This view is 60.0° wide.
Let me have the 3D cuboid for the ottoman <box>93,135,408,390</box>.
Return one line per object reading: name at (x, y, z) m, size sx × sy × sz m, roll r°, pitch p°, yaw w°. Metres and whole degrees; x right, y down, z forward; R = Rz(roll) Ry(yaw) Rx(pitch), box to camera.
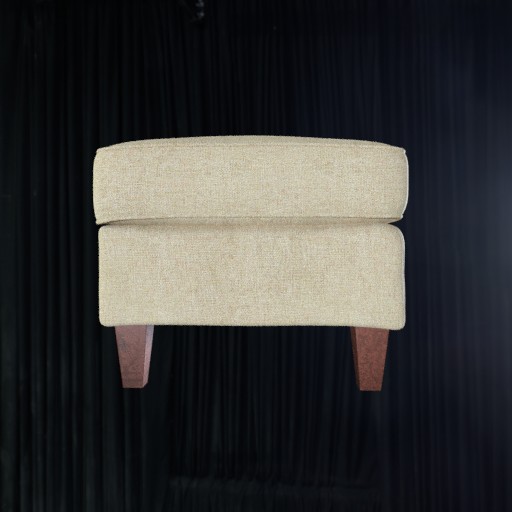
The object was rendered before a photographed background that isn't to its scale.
ottoman at (0.000, 0.000, 1.208) m, size 0.583 × 0.484 × 0.862 m, roll 0°, pitch 1°, yaw 2°
